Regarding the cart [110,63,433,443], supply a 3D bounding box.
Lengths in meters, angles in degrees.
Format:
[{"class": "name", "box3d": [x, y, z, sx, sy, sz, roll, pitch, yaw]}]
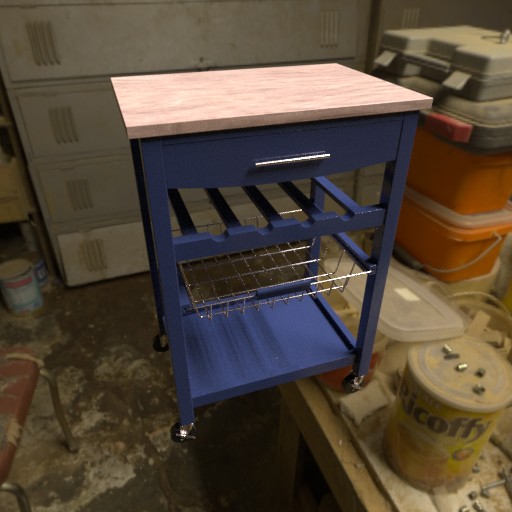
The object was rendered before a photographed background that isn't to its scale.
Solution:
[{"class": "cart", "box3d": [0.000, 0.000, 1.154, 0.584, 0.839, 0.403, -10, 34, -16]}]
